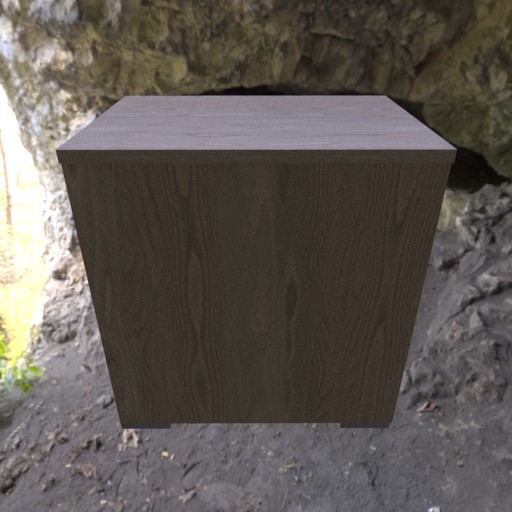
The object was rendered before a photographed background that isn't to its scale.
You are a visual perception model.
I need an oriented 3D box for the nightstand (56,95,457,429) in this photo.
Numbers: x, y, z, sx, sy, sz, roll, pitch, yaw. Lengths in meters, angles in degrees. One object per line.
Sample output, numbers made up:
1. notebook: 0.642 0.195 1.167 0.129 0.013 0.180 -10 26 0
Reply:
1. nightstand: 0.000 0.000 0.744 0.442 0.461 0.325 0 30 0
